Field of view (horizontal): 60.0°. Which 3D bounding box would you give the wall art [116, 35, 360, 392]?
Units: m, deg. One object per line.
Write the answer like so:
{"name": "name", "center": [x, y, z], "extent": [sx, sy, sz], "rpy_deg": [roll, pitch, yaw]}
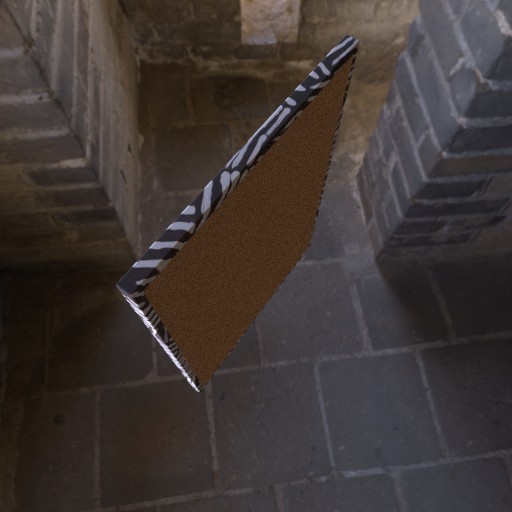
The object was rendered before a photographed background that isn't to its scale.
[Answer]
{"name": "wall art", "center": [0.000, 0.000, 1.335], "extent": [0.038, 1.017, 0.765], "rpy_deg": [33, 69, 15]}
